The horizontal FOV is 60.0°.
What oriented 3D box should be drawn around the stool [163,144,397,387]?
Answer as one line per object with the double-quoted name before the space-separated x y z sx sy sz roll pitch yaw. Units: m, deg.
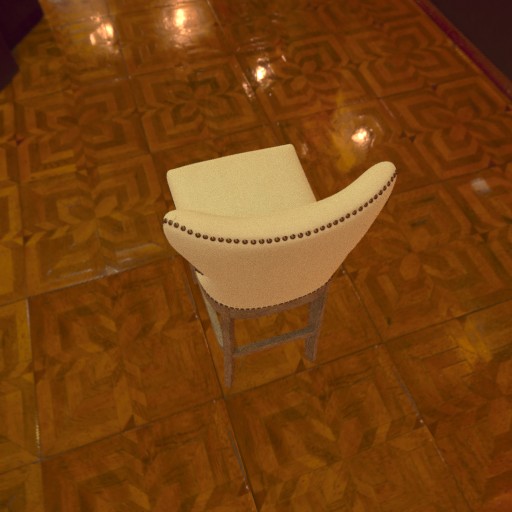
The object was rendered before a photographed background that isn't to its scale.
"stool" 0.000 0.000 1.438 0.494 1.123 0.606 -14 59 -9
